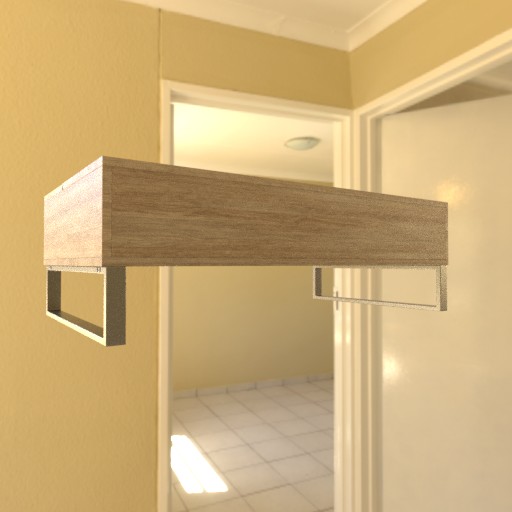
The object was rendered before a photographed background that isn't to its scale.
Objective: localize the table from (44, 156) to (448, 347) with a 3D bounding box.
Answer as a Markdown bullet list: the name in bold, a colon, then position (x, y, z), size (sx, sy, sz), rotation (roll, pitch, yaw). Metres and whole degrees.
- **table**: position (0.000, 0.000, 1.368), size (1.100, 0.350, 0.600), rotation (1, -1, -35)
